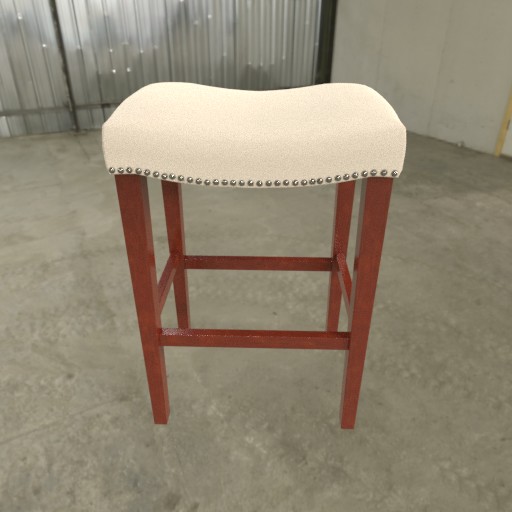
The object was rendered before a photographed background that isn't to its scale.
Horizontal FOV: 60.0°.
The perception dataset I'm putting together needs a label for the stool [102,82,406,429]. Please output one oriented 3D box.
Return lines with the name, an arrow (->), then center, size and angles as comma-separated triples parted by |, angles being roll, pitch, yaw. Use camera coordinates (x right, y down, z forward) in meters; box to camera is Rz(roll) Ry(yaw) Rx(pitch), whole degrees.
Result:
stool -> 0.000, 0.000, 1.036 | 0.504, 0.742, 0.372 | 1, 30, 2
